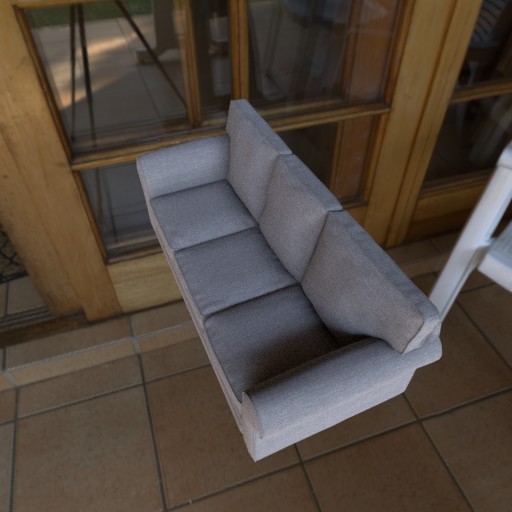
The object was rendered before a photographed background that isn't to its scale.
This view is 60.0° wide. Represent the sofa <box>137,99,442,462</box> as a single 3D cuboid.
[{"bbox_3d":[0.000,0.000,2.608,0.916,0.961,2.084,-18,49,-17],"label":"sofa"}]
